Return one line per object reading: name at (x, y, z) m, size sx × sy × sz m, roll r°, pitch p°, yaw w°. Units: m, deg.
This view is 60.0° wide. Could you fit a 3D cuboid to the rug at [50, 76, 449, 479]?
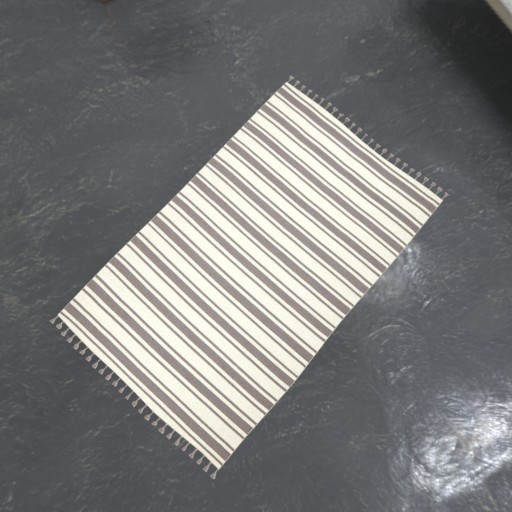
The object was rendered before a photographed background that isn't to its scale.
rug at (0.000, 0.000, 2.544) m, size 1.229 × 0.011 × 2.096 m, roll 41°, pitch 80°, yaw 9°
